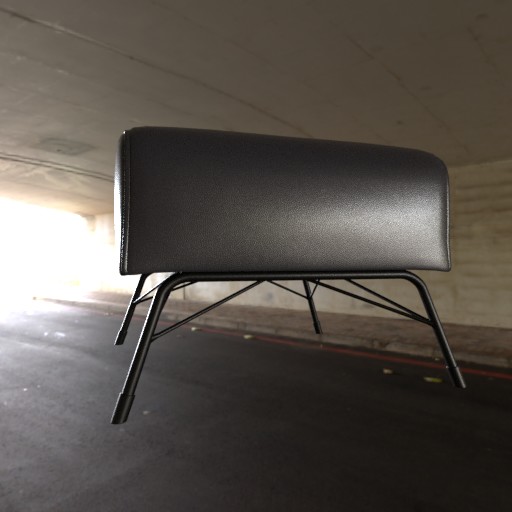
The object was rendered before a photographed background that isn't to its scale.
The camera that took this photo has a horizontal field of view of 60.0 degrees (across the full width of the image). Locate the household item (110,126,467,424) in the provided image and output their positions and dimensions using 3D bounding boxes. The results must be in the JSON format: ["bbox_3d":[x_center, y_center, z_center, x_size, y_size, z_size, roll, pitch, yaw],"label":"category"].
[{"bbox_3d":[0.000,0.000,0.864,0.530,0.410,0.530,0,0,-17],"label":"household item"}]
